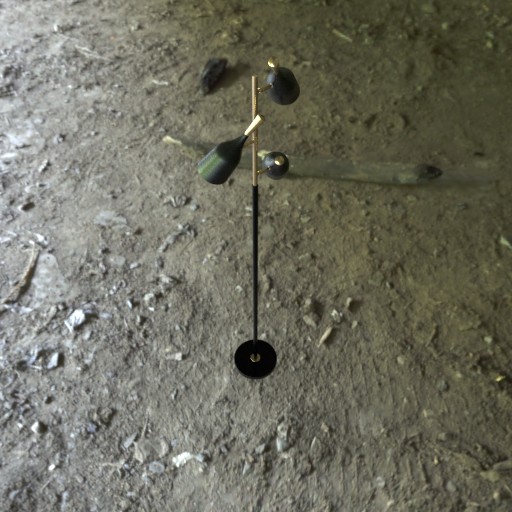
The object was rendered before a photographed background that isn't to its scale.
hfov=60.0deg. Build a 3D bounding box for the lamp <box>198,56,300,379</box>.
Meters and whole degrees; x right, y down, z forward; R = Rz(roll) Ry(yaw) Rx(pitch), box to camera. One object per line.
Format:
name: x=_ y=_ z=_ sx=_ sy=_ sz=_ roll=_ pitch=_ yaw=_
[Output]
lamp: x=0.000 y=0.000 z=1.962 sx=0.434 sy=1.778 sz=0.253 roll=-31 pitch=54 yaw=-26
